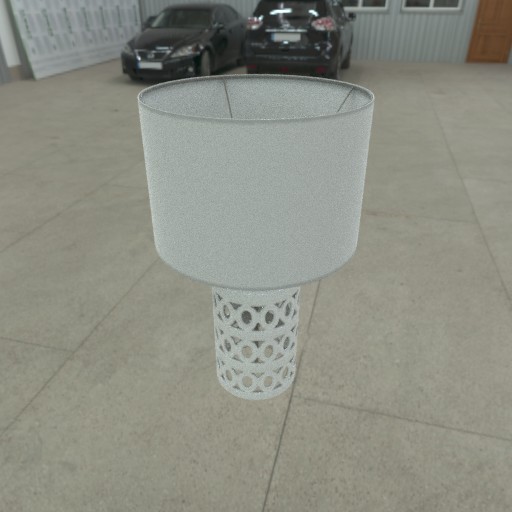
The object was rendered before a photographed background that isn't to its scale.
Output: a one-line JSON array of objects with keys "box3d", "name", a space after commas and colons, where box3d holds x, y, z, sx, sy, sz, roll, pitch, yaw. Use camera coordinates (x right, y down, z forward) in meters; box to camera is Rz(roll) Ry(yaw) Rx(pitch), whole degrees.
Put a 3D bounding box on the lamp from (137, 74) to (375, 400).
[{"box3d": [0.000, 0.000, 0.713, 0.310, 0.502, 0.310, 0, 30, 0], "name": "lamp"}]
